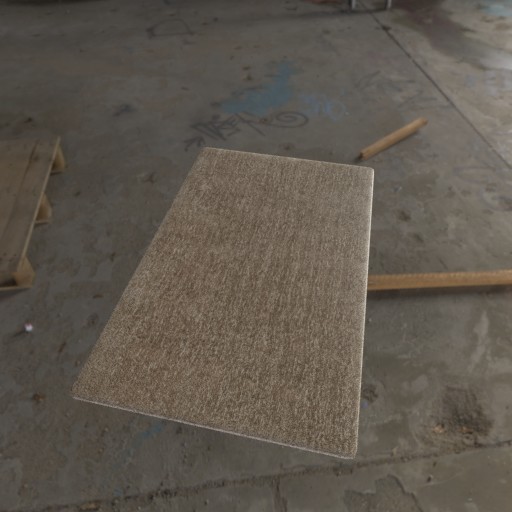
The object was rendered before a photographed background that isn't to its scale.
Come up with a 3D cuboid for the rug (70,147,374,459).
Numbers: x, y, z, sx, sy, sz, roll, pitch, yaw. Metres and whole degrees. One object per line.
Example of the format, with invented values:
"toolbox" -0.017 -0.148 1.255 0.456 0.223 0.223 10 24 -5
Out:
"rug" 0.000 0.000 3.096 1.539 0.024 2.469 9 47 9
